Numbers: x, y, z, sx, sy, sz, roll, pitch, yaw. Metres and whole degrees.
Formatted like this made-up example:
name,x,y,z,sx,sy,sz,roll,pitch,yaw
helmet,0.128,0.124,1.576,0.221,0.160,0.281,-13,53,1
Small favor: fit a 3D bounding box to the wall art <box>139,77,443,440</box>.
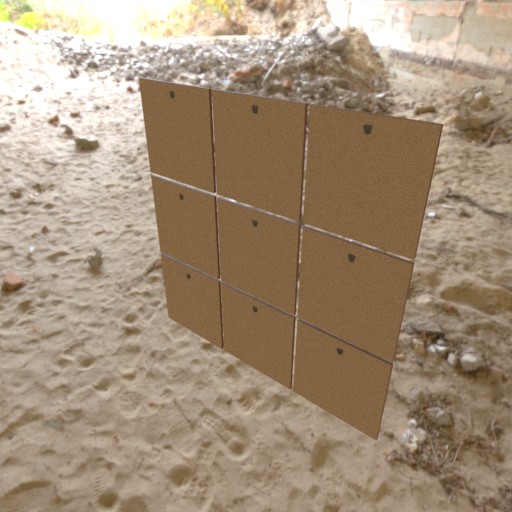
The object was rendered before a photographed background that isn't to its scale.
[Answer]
name,x,y,z,sx,sy,sz,roll,pitch,yaw
wall art,0.000,0.000,1.764,1.221,1.218,0.019,22,37,33
